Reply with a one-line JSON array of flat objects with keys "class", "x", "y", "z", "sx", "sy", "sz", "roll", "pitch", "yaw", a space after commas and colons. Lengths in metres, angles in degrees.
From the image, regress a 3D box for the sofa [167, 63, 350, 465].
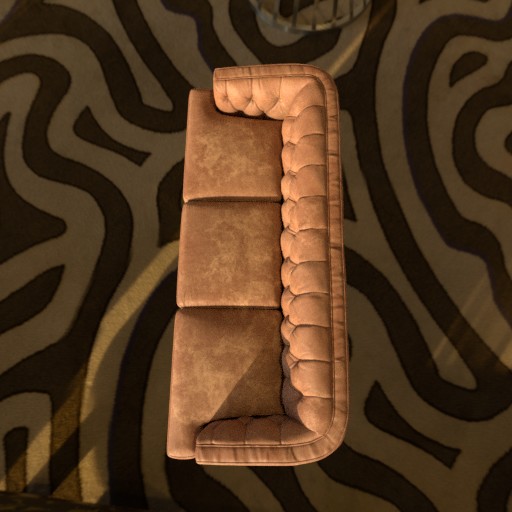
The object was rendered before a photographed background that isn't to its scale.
[{"class": "sofa", "x": 0.000, "y": 0.000, "z": 2.655, "sx": 0.922, "sy": 0.791, "sz": 2.257, "roll": 1, "pitch": 75, "yaw": 0}]
